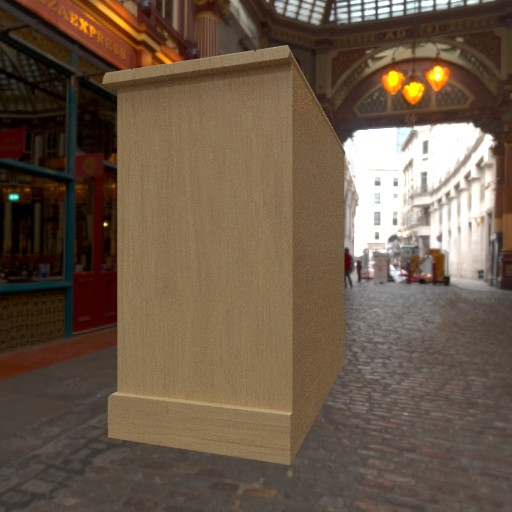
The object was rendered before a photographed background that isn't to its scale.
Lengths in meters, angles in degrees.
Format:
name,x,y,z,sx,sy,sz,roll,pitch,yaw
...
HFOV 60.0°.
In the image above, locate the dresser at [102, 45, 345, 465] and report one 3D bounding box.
name,x,y,z,sx,sy,sz,roll,pitch,yaw
dresser,0.000,0.000,1.379,0.440,0.835,0.915,0,0,18
